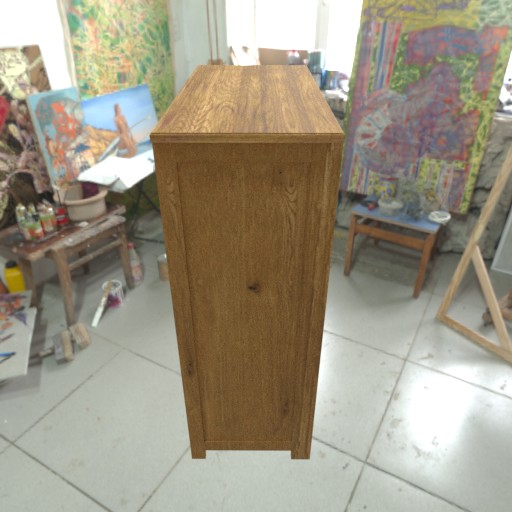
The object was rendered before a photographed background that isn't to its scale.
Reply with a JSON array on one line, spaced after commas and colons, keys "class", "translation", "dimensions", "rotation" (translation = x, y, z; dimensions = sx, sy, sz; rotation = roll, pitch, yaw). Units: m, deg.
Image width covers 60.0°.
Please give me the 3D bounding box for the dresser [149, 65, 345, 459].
[{"class": "dresser", "translation": [0.000, 0.000, 1.995], "dimensions": [0.558, 1.431, 1.081], "rotation": [0, 32, 0]}]
